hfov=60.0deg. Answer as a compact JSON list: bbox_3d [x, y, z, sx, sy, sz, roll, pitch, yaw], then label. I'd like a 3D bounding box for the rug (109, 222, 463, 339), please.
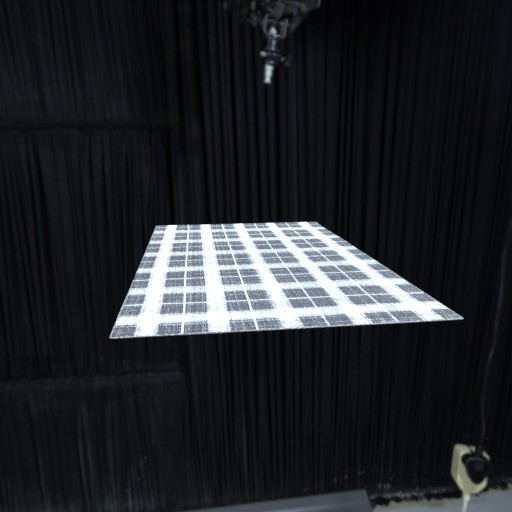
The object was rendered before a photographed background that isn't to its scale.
[{"bbox_3d":[0.000,0.000,3.016,1.520,0.015,2.434,-2,15,-8],"label":"rug"}]
